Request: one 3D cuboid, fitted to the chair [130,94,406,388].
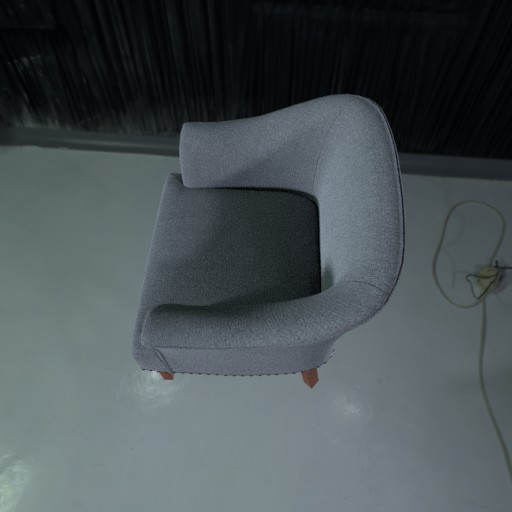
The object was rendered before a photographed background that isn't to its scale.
[{"bbox_3d":[0.000,0.000,1.422,0.704,0.815,0.798,2,58,2],"label":"chair"}]
